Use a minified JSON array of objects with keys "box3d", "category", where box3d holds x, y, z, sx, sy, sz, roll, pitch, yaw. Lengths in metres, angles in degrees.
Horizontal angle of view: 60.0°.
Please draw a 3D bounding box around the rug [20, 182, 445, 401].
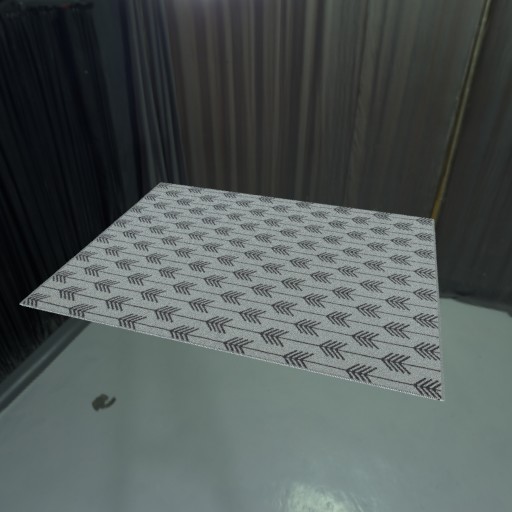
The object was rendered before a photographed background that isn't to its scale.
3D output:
[{"box3d":[0.000,0.000,3.928,3.061,0.010,2.330,10,35,14],"category":"rug"}]
